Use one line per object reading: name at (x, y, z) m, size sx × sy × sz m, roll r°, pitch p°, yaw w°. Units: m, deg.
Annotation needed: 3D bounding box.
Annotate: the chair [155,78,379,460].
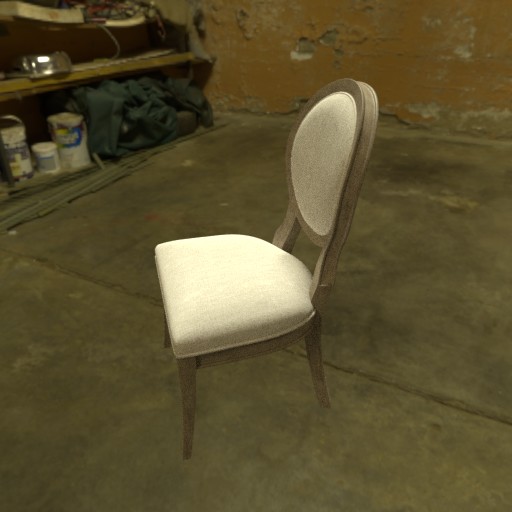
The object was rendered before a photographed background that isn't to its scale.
chair at (0.000, 0.000, 1.351) m, size 0.602 × 0.990 × 0.558 m, roll -8°, pitch 30°, yaw -14°
